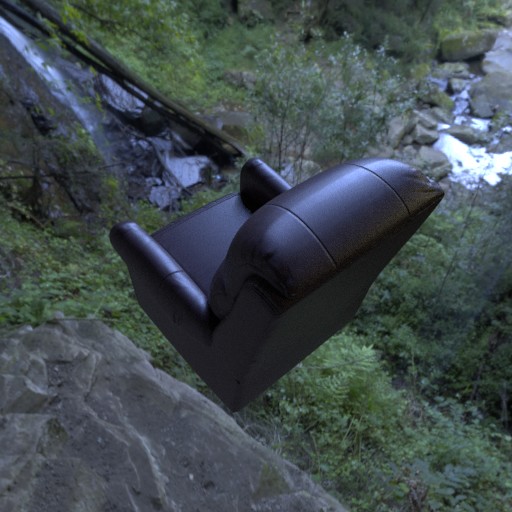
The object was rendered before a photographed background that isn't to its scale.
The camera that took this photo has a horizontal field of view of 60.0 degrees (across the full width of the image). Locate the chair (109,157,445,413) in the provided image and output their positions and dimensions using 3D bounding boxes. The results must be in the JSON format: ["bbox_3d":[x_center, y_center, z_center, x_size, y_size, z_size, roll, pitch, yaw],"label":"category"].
[{"bbox_3d":[0.000,0.000,1.812,0.838,1.054,1.014,-32,54,-27],"label":"chair"}]
